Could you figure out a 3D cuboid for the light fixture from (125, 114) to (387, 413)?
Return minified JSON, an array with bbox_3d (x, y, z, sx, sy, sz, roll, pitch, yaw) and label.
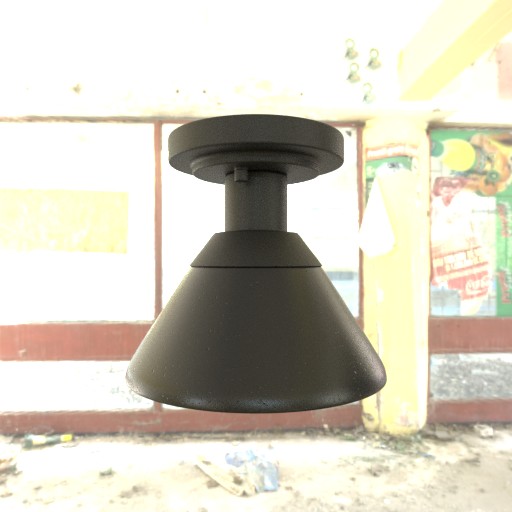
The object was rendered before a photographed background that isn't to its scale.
[{"bbox_3d":[0.000,0.000,0.355,0.200,0.183,0.200,0,-1,0],"label":"light fixture"}]
